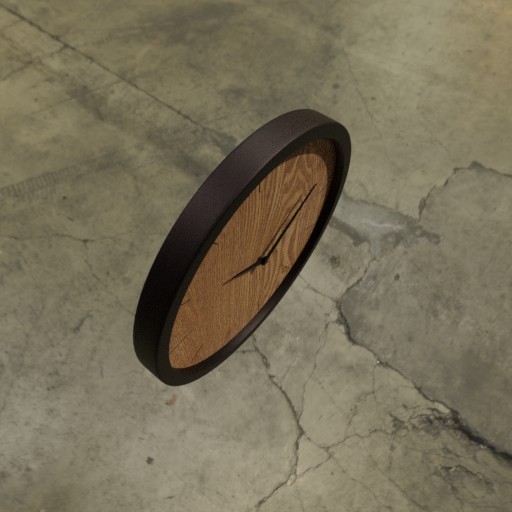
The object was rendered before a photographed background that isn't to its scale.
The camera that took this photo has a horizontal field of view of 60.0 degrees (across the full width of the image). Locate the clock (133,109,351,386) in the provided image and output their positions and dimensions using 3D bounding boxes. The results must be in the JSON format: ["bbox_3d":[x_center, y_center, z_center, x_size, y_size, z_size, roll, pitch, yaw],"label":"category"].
[{"bbox_3d":[0.000,0.000,0.470,0.029,0.314,0.314,35,65,19],"label":"clock"}]
